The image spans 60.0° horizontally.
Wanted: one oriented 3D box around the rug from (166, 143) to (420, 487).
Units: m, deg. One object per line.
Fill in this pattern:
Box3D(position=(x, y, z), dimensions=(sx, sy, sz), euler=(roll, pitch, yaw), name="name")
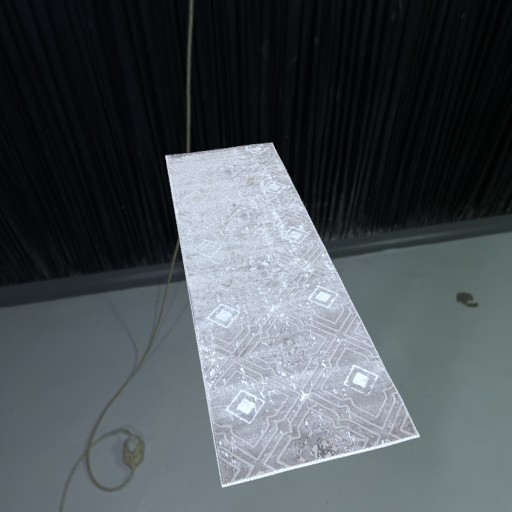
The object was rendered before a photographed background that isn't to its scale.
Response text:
Box3D(position=(0.000, 0.000, 2.581), dimensions=(0.832, 0.035, 2.381), euler=(-10, 46, -9), name="rug")
